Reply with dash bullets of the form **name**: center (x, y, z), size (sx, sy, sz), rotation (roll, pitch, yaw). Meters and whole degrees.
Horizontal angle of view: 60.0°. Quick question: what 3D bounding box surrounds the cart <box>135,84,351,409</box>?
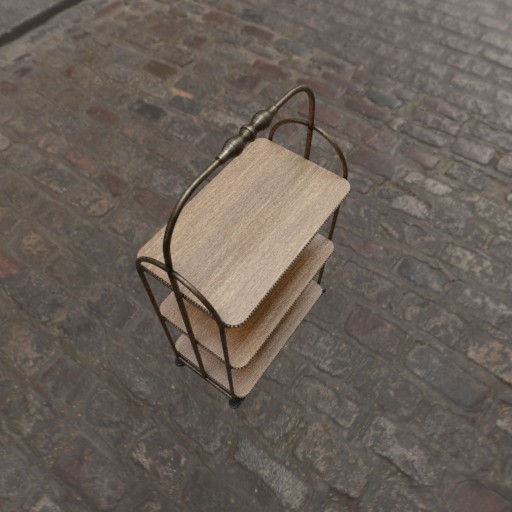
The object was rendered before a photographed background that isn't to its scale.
- **cart**: center (0.000, 0.000, 1.348), size (0.330, 1.052, 0.650), rotation (32, 63, 18)
